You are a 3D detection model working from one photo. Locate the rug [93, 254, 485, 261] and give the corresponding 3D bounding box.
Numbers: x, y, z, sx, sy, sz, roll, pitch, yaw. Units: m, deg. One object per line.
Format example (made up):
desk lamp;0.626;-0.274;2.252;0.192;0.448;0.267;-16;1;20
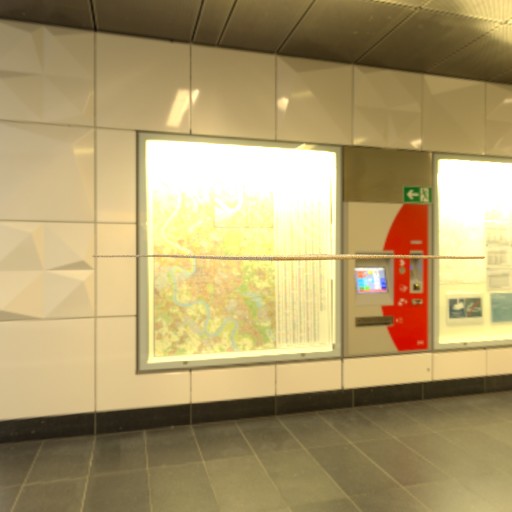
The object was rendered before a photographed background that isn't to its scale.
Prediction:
rug;0.000;0.000;2.325;1.179;0.022;1.820;0;0;-36
